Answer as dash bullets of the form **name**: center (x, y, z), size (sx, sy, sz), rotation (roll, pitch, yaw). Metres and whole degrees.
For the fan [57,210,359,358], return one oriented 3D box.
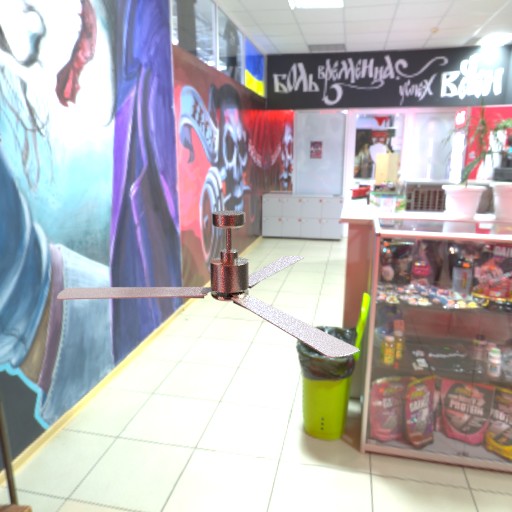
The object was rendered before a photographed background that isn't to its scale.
- **fan**: center (0.000, 0.000, 2.305), size (1.531, 0.446, 1.561), rotation (13, 19, 43)
